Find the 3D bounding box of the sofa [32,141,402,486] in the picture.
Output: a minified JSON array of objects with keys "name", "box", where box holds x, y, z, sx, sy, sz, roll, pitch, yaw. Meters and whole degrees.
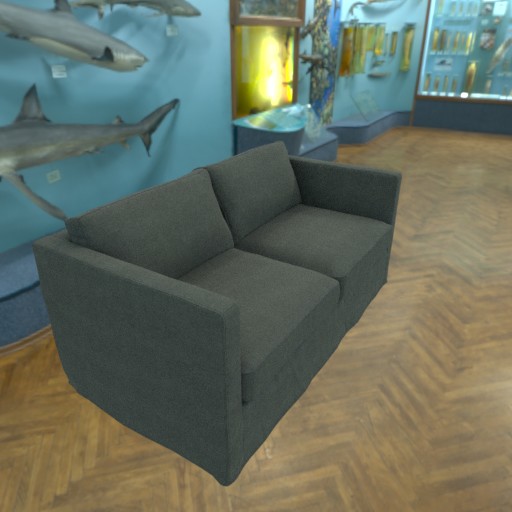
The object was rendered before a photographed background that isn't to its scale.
[{"name":"sofa","box":[0.000,0.000,2.282,0.974,0.854,1.802,16,31,29]}]
